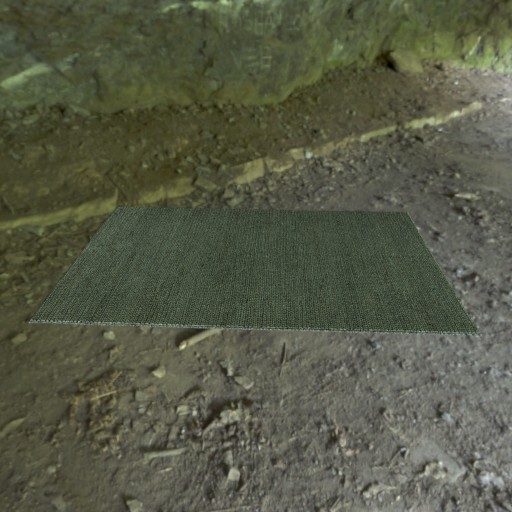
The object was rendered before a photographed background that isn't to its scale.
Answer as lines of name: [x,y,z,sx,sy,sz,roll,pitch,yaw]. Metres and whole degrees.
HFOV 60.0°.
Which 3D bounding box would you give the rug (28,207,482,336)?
rug: [0.000,0.000,3.034,2.443,0.021,1.538,1,30,2]
